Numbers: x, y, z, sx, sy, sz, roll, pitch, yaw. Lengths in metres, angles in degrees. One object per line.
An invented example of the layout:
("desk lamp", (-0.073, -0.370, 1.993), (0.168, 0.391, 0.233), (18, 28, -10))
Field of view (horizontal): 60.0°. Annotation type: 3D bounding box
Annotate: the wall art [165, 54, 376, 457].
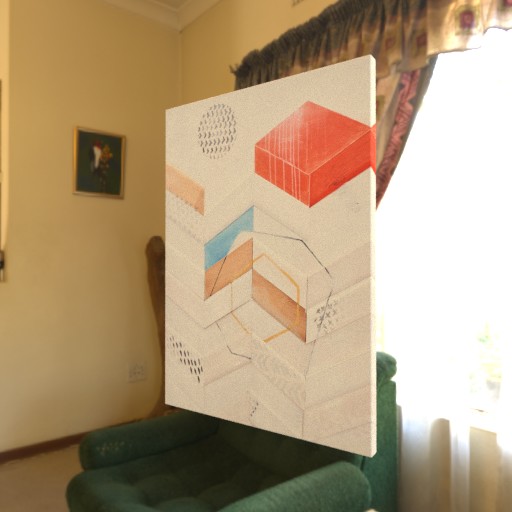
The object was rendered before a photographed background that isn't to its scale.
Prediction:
("wall art", (0.000, 0.000, 1.118), (0.613, 0.848, 0.036), (0, -1, 35))
